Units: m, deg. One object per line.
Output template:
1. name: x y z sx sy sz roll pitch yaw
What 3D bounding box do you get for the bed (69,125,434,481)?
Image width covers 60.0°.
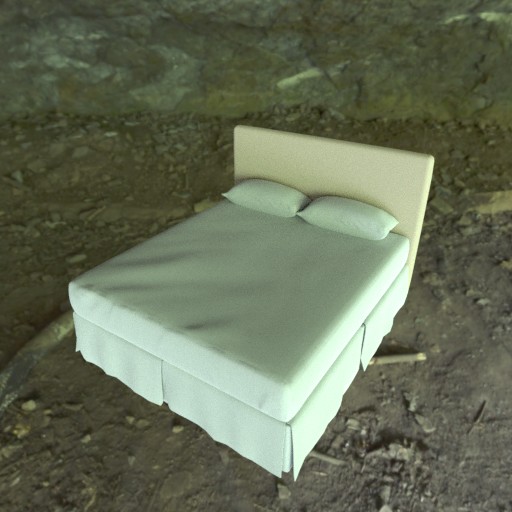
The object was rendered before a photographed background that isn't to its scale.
1. bed: 0.000 0.000 3.299 1.884 1.330 2.142 18 34 29
